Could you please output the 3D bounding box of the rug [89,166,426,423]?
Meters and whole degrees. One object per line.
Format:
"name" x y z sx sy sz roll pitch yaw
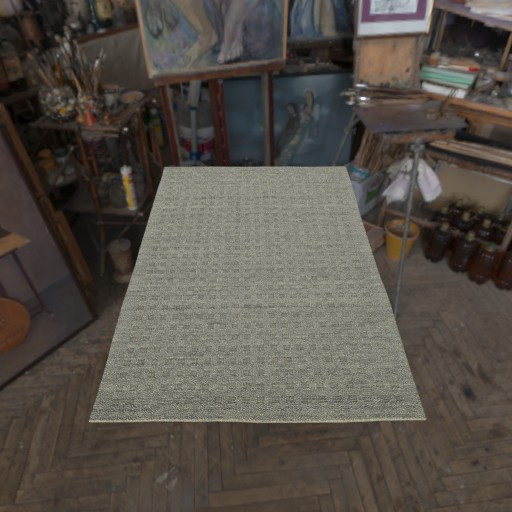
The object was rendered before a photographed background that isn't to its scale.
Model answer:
"rug" 0.000 0.000 2.865 1.532 0.018 2.297 0 41 0
